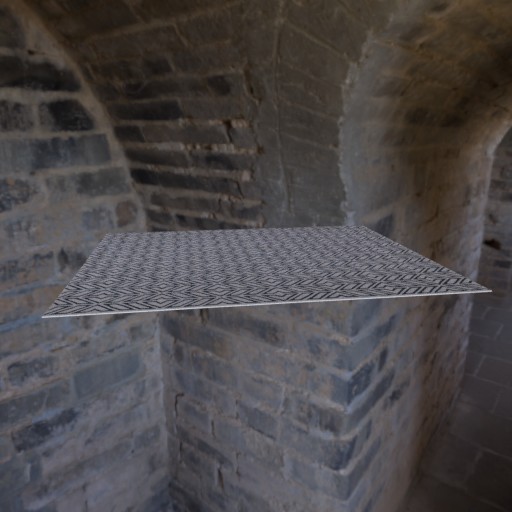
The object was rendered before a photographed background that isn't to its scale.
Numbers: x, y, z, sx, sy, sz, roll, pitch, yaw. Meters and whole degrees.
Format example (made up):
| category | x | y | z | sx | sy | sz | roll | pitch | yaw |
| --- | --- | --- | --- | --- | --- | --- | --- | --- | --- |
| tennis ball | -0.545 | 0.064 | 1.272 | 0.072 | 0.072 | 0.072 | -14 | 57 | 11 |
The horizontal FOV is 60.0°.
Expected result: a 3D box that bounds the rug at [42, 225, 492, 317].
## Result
| category | x | y | z | sx | sy | sz | roll | pitch | yaw |
| --- | --- | --- | --- | --- | --- | --- | --- | --- | --- |
| rug | 0.000 | 0.000 | 4.098 | 3.045 | 0.008 | 2.421 | -2 | 15 | -9 |
